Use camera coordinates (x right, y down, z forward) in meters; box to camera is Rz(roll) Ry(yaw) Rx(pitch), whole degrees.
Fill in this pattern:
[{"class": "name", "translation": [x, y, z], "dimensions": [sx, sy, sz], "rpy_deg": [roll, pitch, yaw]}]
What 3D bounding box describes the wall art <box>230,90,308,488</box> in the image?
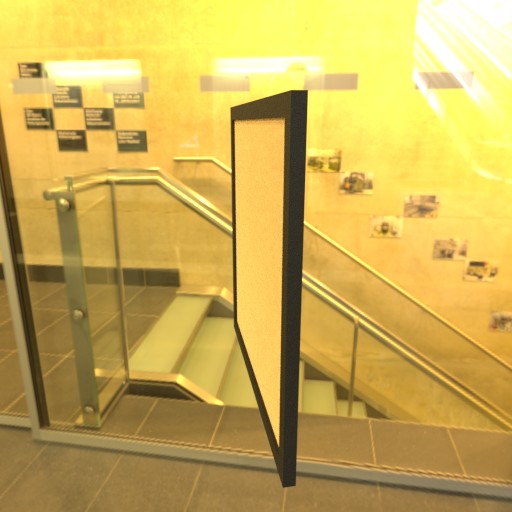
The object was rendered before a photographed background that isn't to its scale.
[{"class": "wall art", "translation": [0.000, 0.000, 0.540], "dimensions": [0.013, 0.356, 0.356], "rpy_deg": [-3, 17, -10]}]
